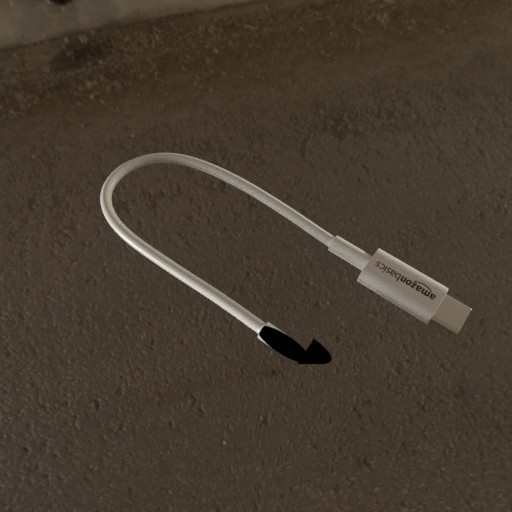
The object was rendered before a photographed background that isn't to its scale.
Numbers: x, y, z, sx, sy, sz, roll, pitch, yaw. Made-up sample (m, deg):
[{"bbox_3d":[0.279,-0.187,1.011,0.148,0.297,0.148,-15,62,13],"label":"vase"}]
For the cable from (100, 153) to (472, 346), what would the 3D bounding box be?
[{"bbox_3d":[0.000,0.000,0.112,0.098,0.005,0.041,33,64,18],"label":"cable"}]
